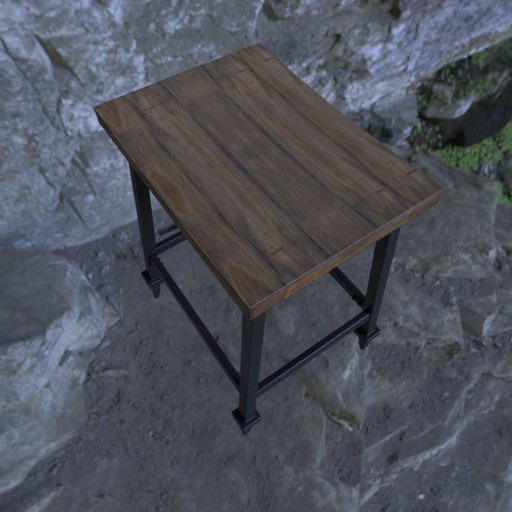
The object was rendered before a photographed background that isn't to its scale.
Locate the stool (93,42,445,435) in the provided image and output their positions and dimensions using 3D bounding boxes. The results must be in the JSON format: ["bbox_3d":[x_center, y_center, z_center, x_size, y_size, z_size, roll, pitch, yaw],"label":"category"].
[{"bbox_3d":[0.000,0.000,0.957,0.405,0.625,0.486,-30,61,-19],"label":"stool"}]
